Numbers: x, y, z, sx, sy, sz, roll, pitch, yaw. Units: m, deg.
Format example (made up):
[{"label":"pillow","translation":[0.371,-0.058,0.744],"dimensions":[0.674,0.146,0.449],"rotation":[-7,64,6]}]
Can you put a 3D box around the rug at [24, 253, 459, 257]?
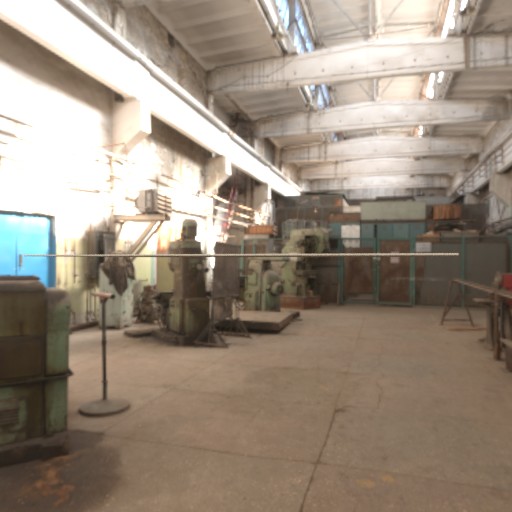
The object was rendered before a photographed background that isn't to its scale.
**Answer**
[{"label":"rug","translation":[0.000,0.000,2.876],"dimensions":[2.284,0.008,1.522],"rotation":[0,0,19]}]
